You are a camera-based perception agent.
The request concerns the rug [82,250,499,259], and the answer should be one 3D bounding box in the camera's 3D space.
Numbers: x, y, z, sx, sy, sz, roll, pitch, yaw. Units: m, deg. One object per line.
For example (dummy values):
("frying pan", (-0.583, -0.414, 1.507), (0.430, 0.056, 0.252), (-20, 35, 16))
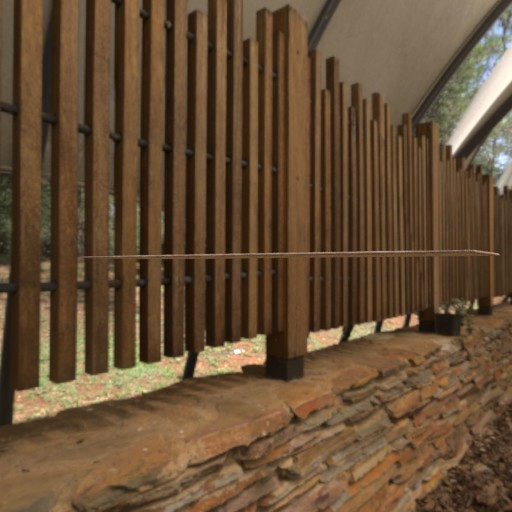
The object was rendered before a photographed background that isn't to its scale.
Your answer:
("rug", (0.000, 0.000, 2.593), (2.437, 0.013, 0.685), (-1, -1, 35))
